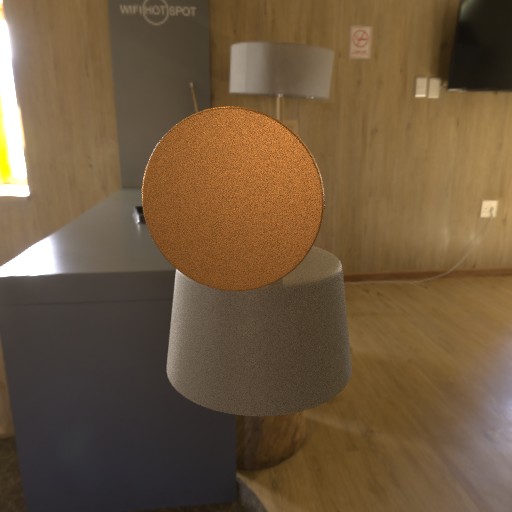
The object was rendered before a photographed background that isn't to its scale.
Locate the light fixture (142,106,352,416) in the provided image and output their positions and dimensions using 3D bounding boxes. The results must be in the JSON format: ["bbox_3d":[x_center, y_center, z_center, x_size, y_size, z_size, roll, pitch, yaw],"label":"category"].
[{"bbox_3d":[0.000,0.000,0.439,0.204,0.268,0.254,2,16,8],"label":"light fixture"}]
